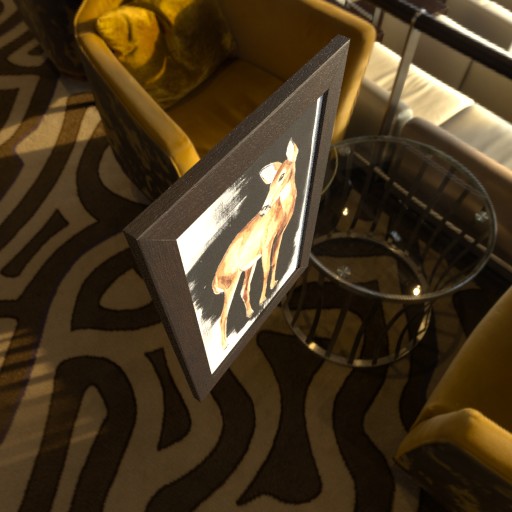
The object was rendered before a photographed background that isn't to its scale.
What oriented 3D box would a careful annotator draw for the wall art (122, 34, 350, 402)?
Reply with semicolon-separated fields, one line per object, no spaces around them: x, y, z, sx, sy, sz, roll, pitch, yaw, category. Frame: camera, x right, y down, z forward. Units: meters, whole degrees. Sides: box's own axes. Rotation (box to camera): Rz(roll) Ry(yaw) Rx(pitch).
0.000;0.000;0.664;0.017;0.513;0.359;31;62;19;wall art
